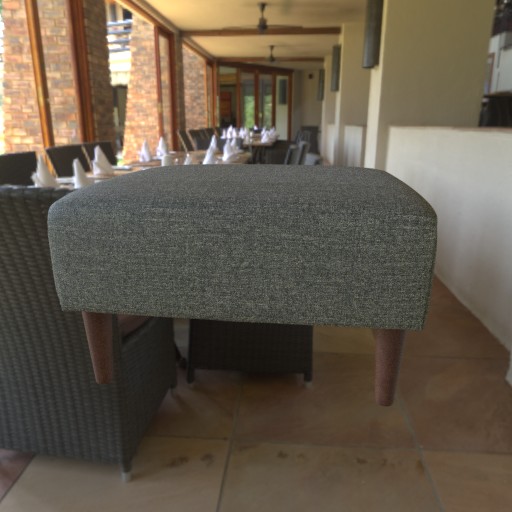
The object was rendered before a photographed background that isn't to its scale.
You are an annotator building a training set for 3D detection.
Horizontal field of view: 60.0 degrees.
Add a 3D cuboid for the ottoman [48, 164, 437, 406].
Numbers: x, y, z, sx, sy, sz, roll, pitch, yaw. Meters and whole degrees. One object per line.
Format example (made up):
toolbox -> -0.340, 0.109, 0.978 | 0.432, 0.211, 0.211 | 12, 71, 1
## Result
ottoman -> 0.000, 0.000, 1.048 | 0.655, 0.399, 0.648 | 2, 17, 7
